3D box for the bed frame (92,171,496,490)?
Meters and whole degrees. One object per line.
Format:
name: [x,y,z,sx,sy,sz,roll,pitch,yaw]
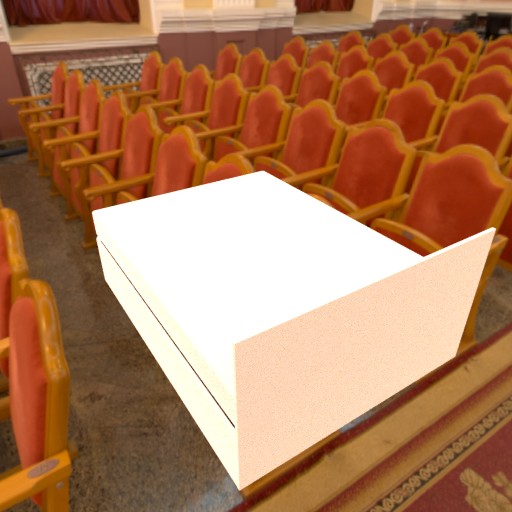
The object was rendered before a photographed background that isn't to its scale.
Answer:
bed frame: [0.000,0.000,2.602,1.400,0.800,1.900,-19,36,-28]
